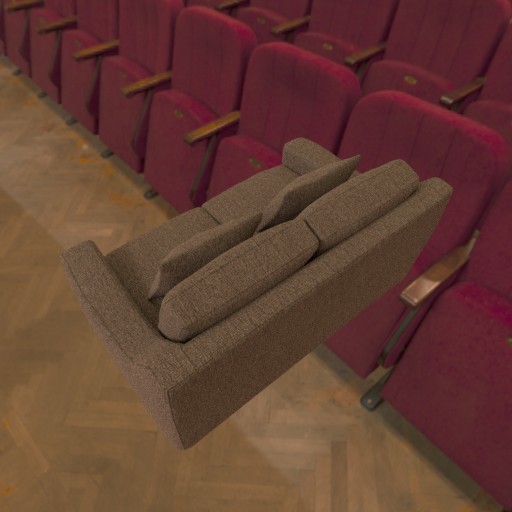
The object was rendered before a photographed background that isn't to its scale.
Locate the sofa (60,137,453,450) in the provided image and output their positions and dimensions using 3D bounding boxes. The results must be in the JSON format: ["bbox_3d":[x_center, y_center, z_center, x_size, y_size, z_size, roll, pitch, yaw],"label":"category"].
[{"bbox_3d":[0.000,0.000,2.415,1.778,0.991,1.120,-31,54,-26],"label":"sofa"}]
